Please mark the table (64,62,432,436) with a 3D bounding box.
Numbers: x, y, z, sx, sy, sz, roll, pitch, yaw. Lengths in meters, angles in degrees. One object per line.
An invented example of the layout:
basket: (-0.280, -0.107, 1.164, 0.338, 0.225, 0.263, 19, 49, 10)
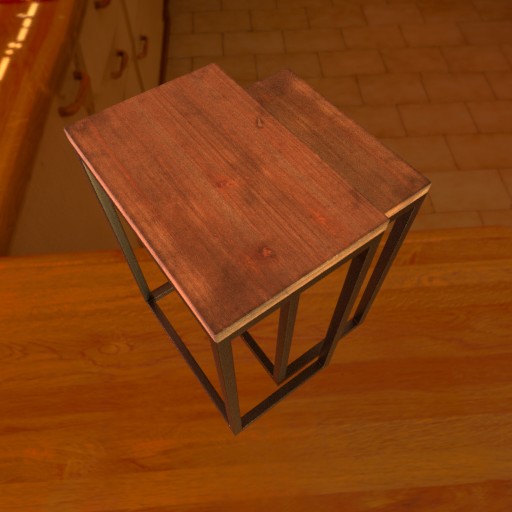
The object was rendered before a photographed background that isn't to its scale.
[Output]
table: (0.000, 0.000, 0.946, 0.460, 0.615, 0.456, -30, 62, -17)
